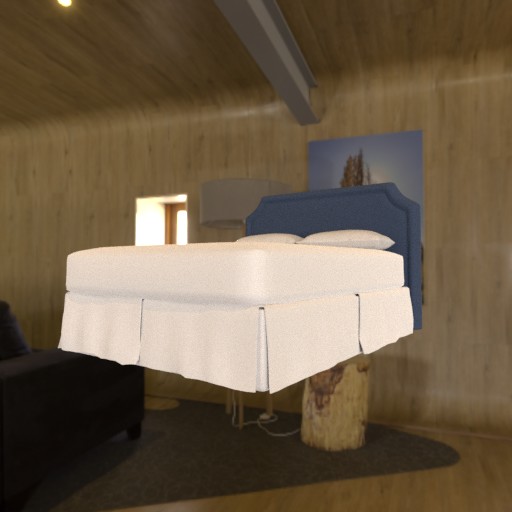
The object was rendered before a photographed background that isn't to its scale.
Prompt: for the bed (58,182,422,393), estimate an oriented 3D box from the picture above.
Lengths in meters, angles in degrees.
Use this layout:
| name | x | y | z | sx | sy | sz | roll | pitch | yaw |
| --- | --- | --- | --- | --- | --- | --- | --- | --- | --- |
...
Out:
| name | x | y | z | sx | sy | sz | roll | pitch | yaw |
| --- | --- | --- | --- | --- | --- | --- | --- | --- | --- |
| bed | 0.000 | 0.000 | 3.378 | 1.831 | 1.297 | 2.260 | -1 | -1 | 37 |
